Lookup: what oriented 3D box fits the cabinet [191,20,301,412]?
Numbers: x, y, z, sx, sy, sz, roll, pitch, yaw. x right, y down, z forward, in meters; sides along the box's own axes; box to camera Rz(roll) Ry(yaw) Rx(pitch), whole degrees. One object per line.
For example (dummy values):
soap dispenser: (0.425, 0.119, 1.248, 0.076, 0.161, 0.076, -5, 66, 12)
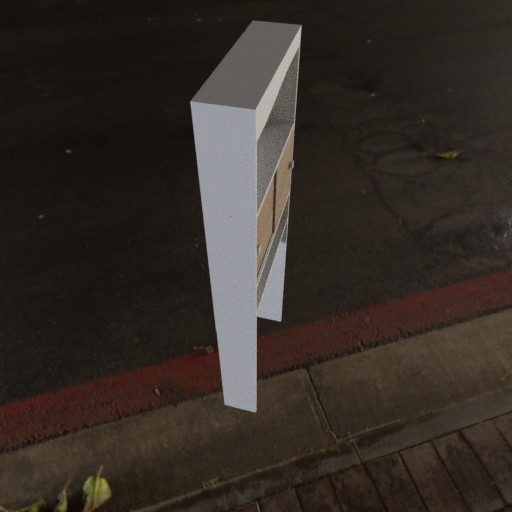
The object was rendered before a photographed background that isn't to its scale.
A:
cabinet: (0.000, 0.000, 2.015, 0.192, 1.770, 0.643, 11, 47, 10)
